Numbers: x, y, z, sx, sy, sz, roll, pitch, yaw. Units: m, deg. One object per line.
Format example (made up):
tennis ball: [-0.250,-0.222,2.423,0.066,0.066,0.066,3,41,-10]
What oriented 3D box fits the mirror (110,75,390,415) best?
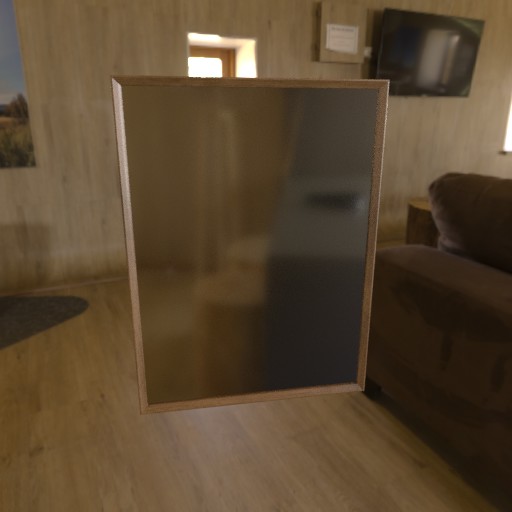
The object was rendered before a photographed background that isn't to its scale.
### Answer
mirror: [0.000,0.000,1.359,0.762,1.016,0.041,-3,17,-10]
